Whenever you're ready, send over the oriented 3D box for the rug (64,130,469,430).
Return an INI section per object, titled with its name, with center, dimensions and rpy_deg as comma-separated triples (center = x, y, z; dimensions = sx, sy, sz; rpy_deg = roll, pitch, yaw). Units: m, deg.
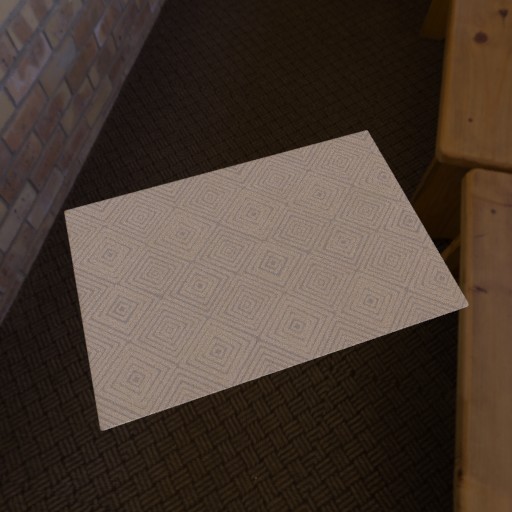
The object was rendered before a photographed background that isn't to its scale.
[rug]
center = 0.000, 0.000, 2.225
dimensions = 1.753, 0.008, 1.143
rpy_deg = -17, 65, -8
